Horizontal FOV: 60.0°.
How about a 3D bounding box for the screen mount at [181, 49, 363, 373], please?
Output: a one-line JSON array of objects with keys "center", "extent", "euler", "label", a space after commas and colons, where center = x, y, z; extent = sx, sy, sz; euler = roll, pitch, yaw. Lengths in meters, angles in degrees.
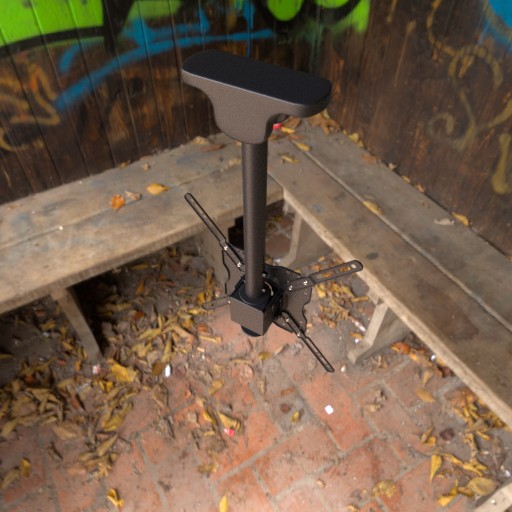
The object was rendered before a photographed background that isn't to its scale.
[{"center": [0.000, 0.000, 0.860], "extent": [0.393, 0.729, 0.090], "euler": [23, 52, 20], "label": "screen mount"}]
